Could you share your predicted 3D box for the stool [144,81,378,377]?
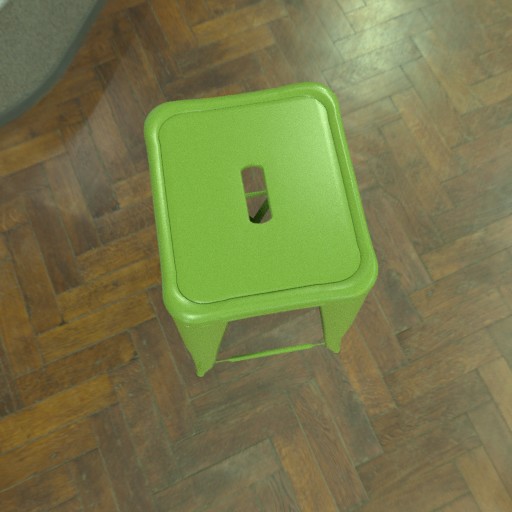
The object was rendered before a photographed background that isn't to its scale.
[{"bbox_3d":[0.000,0.000,0.833,0.358,0.609,0.398,-9,75,-2],"label":"stool"}]
